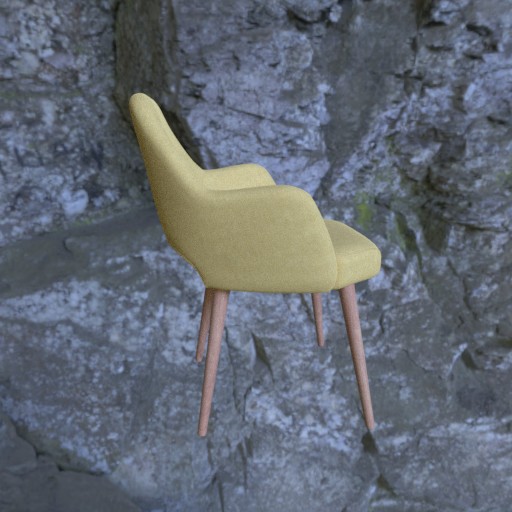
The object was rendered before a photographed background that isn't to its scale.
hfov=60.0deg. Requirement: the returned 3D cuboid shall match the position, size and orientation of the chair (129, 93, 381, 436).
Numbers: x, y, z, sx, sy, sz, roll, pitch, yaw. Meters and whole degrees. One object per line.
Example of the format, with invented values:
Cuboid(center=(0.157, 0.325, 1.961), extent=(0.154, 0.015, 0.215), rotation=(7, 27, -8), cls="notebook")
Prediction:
Cuboid(center=(0.000, 0.000, 1.233), extent=(0.610, 0.840, 0.590), rotation=(-2, 17, -8), cls="chair")
